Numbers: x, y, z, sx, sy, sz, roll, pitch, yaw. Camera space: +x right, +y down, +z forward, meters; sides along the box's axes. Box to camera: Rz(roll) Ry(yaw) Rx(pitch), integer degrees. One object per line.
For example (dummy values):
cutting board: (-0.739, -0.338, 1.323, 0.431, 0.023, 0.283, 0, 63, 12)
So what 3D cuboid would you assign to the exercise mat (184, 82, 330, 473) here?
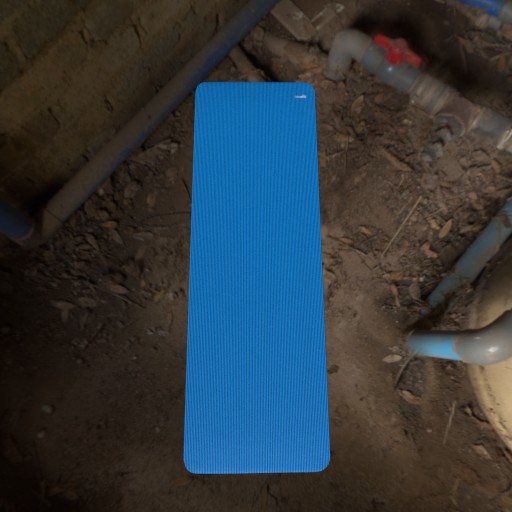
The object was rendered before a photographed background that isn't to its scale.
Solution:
exercise mat: (0.000, 0.000, 2.078, 0.616, 0.021, 1.869, 0, 76, 0)
